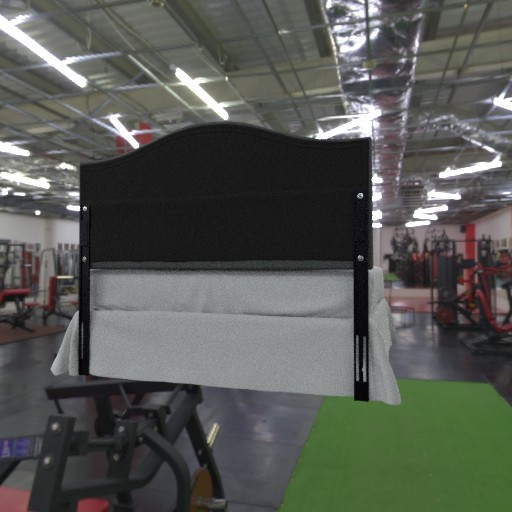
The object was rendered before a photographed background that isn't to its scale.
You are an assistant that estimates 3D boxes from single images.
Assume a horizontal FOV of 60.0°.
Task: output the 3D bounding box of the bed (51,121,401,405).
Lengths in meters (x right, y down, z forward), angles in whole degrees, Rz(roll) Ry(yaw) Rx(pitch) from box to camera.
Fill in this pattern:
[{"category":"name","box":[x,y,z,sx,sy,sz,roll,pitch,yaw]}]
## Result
[{"category":"bed","box":[0.000,0.000,3.739,2.314,1.651,2.219,0,-1,18]}]
